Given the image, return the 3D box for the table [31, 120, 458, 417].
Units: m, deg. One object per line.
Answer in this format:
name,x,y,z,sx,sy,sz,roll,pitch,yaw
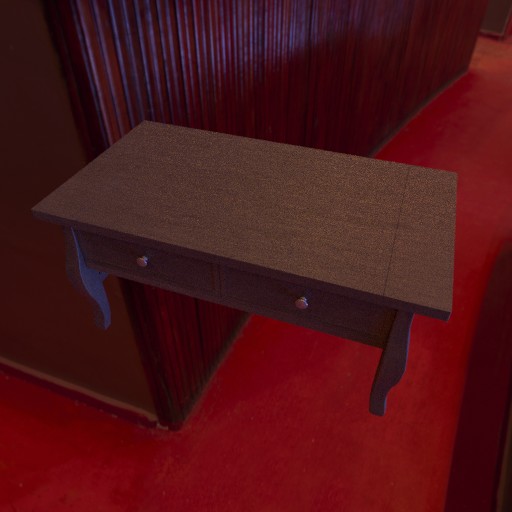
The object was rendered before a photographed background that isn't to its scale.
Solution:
table,0.000,0.000,1.410,1.062,0.494,0.600,13,43,15
